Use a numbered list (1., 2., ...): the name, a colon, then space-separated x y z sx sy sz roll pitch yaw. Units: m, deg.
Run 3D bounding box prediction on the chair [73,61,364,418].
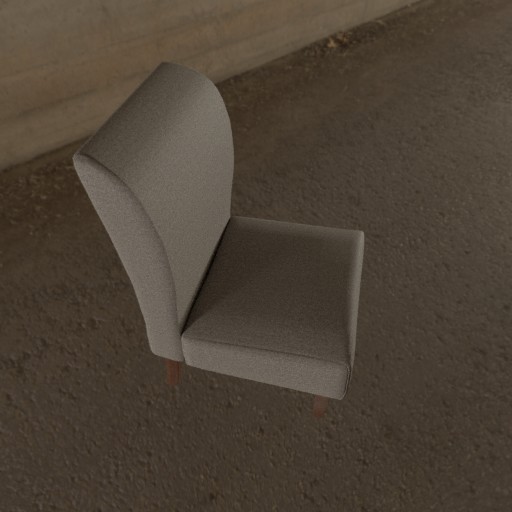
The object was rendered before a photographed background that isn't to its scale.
1. chair: 0.000 0.000 1.176 0.592 0.804 0.513 8 46 8
